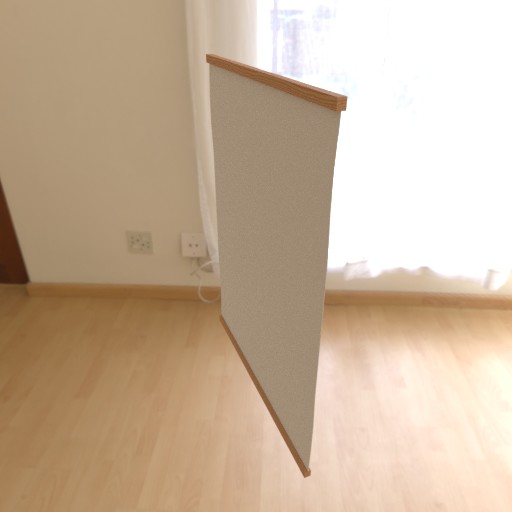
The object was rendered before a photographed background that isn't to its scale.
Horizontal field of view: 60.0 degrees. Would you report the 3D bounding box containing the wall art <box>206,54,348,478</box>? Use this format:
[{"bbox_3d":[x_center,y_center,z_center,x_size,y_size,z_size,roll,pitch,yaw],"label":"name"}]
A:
[{"bbox_3d":[0.000,0.000,0.774,0.011,0.605,0.458,-11,32,-19],"label":"wall art"}]
